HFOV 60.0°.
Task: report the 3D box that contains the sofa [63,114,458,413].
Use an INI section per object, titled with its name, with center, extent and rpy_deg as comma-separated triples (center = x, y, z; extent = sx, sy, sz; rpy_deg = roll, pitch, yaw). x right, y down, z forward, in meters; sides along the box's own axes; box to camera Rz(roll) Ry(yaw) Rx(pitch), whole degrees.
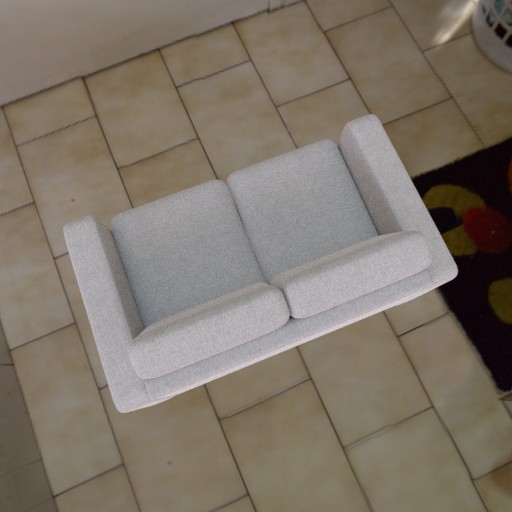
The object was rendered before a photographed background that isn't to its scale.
[sofa]
center = 0.000, 0.000, 2.093
extent = 1.540, 0.800, 0.900
rpy_deg = -21, 76, -6
